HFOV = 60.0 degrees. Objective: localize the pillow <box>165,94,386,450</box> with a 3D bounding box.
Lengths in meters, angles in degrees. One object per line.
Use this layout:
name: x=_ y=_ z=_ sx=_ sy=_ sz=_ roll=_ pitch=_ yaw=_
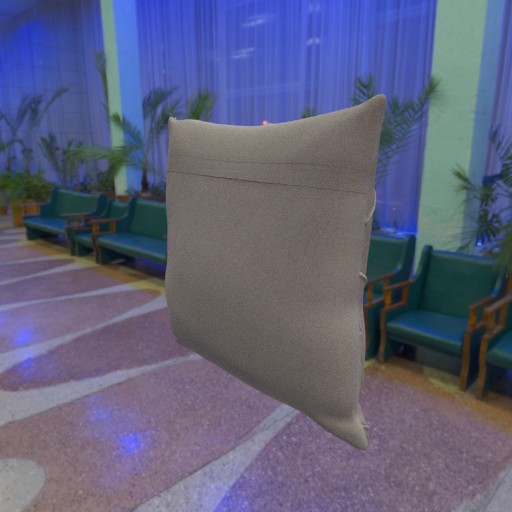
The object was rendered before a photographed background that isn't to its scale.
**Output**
pillow: x=0.000 y=0.000 z=0.682 sx=0.185 sy=0.440 sz=0.439 roll=-13 pitch=19 yaw=-42
